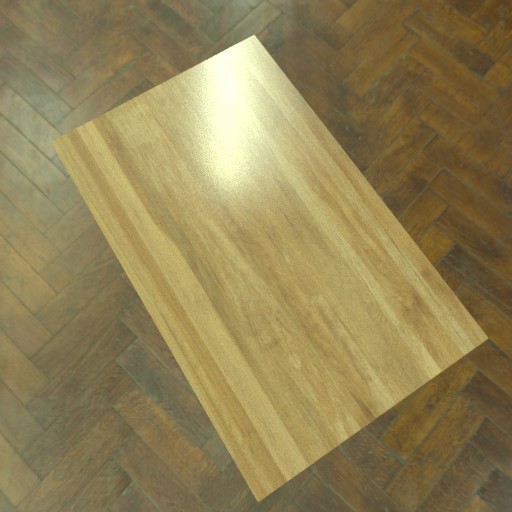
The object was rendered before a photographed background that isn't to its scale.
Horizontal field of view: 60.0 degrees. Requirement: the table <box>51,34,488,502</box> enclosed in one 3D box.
[{"bbox_3d":[0.000,0.000,1.405,0.692,0.441,1.100,-32,77,-8],"label":"table"}]
